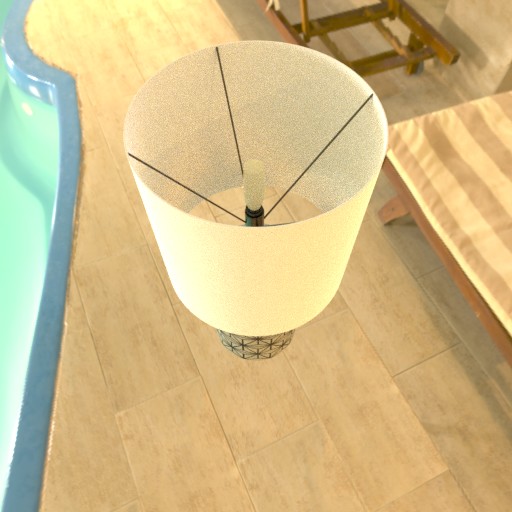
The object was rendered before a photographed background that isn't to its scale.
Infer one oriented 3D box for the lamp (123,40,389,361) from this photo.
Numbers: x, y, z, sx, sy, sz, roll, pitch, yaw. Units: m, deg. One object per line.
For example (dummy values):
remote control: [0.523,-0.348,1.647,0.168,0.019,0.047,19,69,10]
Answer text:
lamp: [0.000,0.000,0.527,0.206,0.416,0.206,-17,61,-10]
